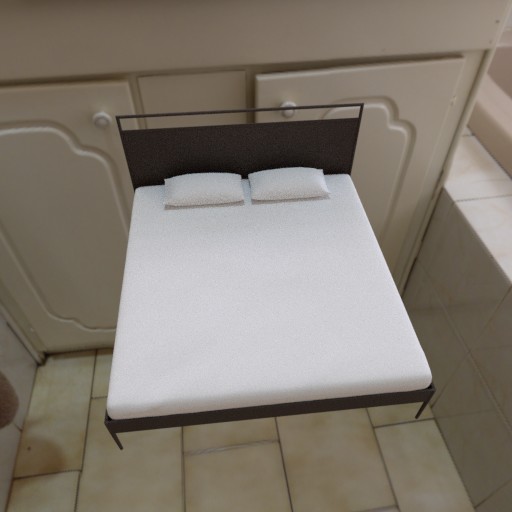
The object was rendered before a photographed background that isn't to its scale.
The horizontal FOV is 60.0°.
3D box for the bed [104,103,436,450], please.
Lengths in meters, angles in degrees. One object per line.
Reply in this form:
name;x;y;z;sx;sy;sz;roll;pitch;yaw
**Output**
bed;0.000;0.000;3.237;1.993;1.173;2.151;-4;47;-4
